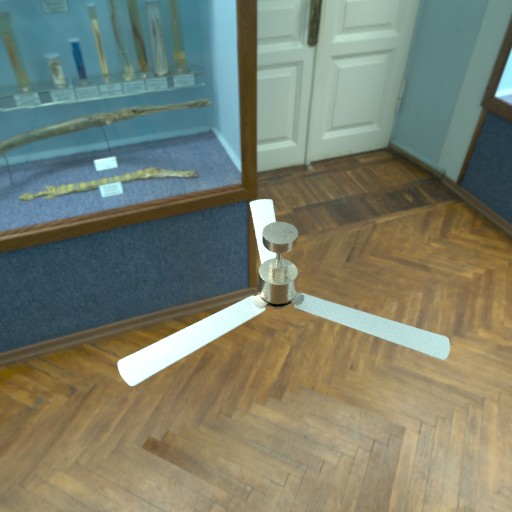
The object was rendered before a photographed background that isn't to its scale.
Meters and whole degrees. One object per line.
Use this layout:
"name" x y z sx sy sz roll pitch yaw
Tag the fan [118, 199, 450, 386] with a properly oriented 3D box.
"fan" 0.000 0.000 2.339 1.561 0.446 1.531 -12 43 -13
